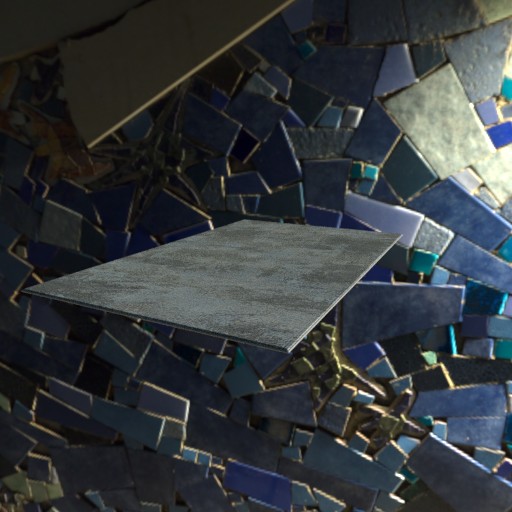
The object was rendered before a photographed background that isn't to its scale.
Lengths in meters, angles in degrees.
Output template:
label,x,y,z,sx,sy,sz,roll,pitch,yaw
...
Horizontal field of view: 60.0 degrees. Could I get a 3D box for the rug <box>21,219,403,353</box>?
label,x,y,z,sx,sy,sz,roll,pitch,yaw
rug,0.000,0.000,3.041,1.536,0.012,2.431,7,16,26
